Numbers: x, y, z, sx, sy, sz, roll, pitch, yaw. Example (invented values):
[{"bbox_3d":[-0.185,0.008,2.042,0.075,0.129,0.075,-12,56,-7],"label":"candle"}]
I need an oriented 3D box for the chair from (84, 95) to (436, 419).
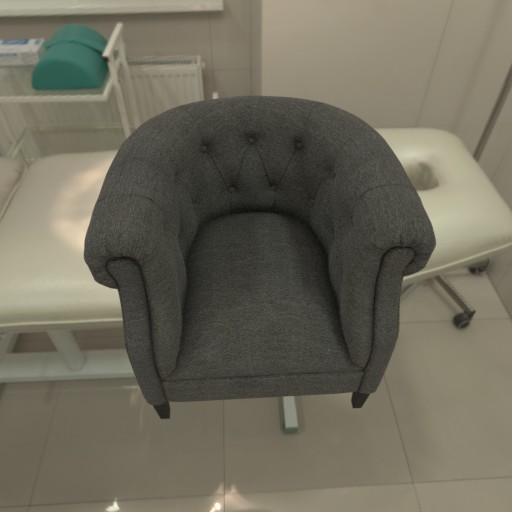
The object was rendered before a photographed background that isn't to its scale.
[{"bbox_3d":[0.000,0.000,1.550,0.905,0.827,0.852,-2,47,-2],"label":"chair"}]
